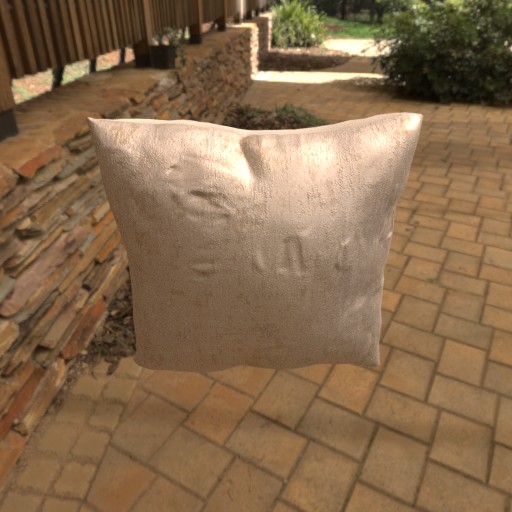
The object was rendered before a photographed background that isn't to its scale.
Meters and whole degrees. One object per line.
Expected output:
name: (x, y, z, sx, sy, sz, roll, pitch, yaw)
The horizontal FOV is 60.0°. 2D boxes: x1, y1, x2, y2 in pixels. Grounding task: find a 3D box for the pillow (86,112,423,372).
pillow: (0.000, 0.000, 0.704, 0.450, 0.448, 0.245, 1, 31, 1)
